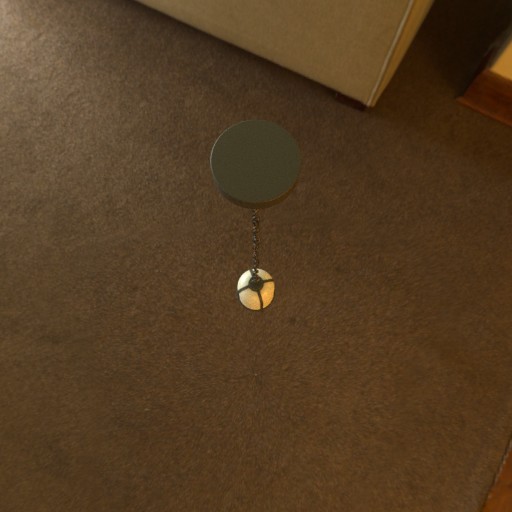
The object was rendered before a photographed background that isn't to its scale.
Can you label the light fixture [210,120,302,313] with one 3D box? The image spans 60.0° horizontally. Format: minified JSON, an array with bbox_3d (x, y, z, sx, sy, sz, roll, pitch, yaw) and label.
[{"bbox_3d":[0.000,0.000,1.275,0.178,1.181,0.178,-18,76,-5],"label":"light fixture"}]
